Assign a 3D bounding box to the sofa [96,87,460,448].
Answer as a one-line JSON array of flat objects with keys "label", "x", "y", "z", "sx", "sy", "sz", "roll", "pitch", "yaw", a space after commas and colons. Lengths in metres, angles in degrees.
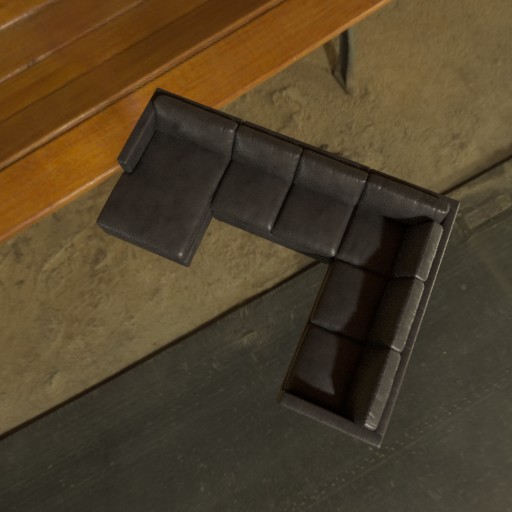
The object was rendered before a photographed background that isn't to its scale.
[{"label": "sofa", "x": 0.000, "y": 0.000, "z": 4.495, "sx": 3.324, "sy": 0.891, "sz": 2.452, "roll": 22, "pitch": 76, "yaw": 6}]
